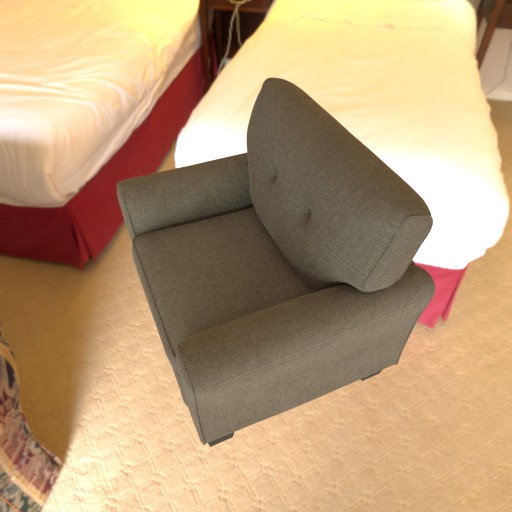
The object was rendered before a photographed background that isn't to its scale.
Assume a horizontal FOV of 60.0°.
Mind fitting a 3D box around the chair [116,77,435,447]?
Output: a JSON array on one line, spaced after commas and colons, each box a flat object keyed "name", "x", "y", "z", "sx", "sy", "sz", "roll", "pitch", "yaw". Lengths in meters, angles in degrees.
[{"name": "chair", "x": 0.000, "y": 0.000, "z": 1.601, "sx": 0.816, "sy": 0.890, "sz": 0.941, "roll": -18, "pitch": 48, "yaw": -16}]
